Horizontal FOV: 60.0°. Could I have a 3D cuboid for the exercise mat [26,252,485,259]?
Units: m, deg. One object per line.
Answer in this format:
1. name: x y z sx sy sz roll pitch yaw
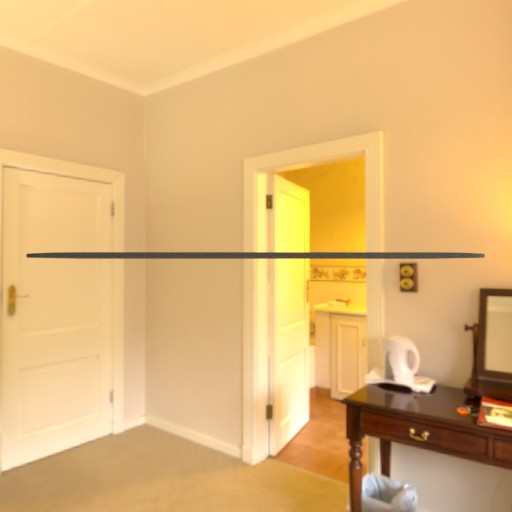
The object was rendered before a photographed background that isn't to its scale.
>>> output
1. exercise mat: 0.000 0.000 2.071 1.869 0.021 0.616 0 -1 -1
